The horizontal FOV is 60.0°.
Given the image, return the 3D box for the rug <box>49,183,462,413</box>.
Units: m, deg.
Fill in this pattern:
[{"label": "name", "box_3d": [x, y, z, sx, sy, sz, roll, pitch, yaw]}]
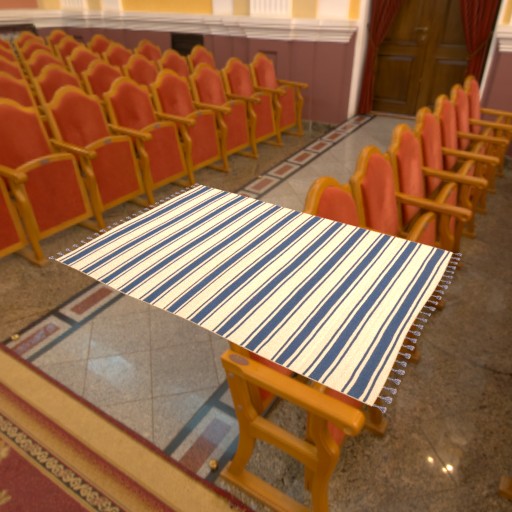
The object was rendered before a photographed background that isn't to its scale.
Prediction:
[{"label": "rug", "box_3d": [0.000, 0.000, 2.946, 2.315, 0.010, 1.544, 19, 36, 28]}]
